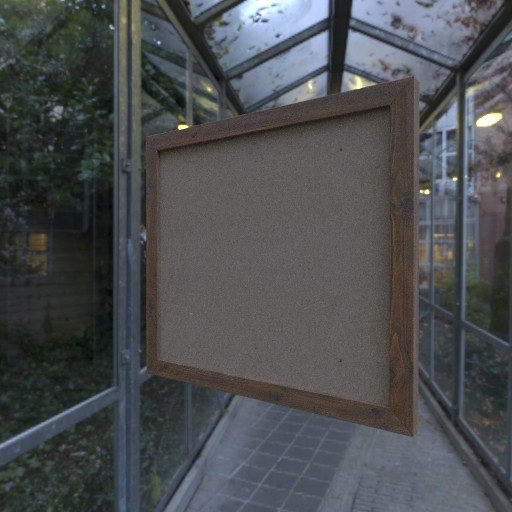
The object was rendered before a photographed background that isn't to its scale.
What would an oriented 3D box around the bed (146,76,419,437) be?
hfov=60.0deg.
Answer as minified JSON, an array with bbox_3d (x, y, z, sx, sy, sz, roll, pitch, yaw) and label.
[{"bbox_3d":[0.000,0.000,1.478,1.046,0.942,0.046,0,1,36],"label":"bed"}]
